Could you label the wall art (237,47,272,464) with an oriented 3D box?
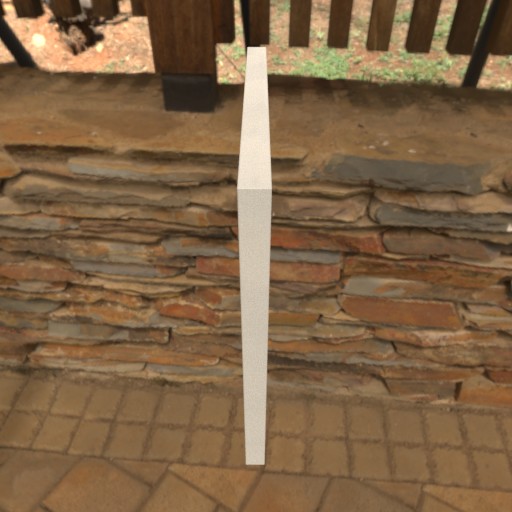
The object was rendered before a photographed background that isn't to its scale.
[{"bbox_3d":[0.000,0.000,0.839,0.037,0.606,0.508,0,40,0],"label":"wall art"}]
